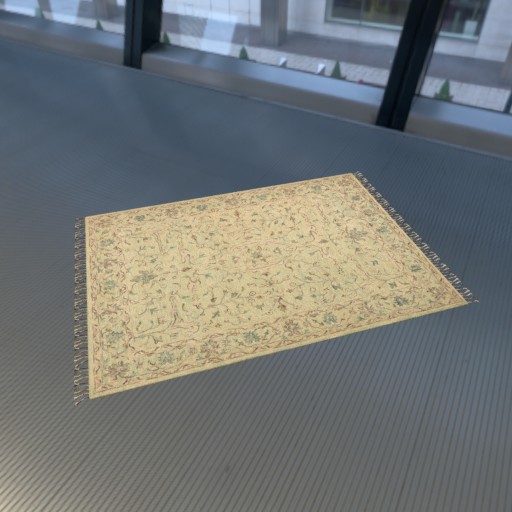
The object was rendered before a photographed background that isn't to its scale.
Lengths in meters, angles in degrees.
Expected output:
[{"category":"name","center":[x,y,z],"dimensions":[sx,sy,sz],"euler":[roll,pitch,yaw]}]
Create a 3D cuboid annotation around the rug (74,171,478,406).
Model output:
[{"category":"rug","center":[0.000,0.000,2.303],"dimensions":[1.802,0.008,1.247],"euler":[-11,43,-13]}]
